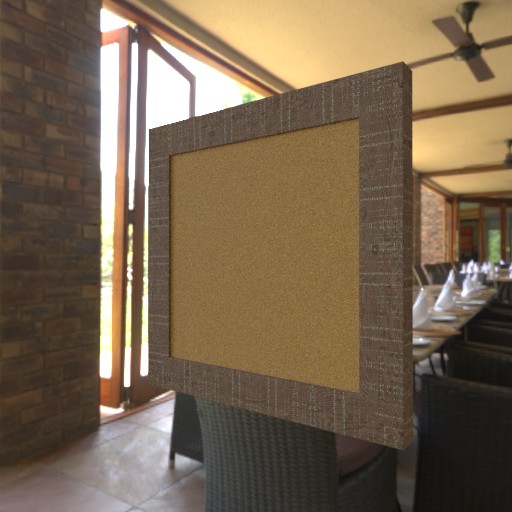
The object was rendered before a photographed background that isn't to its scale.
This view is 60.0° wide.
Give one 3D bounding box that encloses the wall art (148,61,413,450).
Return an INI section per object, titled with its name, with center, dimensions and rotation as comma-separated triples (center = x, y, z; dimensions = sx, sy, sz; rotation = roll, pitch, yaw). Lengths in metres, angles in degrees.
[wall art]
center = 0.000, 0.000, 0.779
dimensions = 0.531, 0.531, 0.040
rotation = 0, 0, 37
